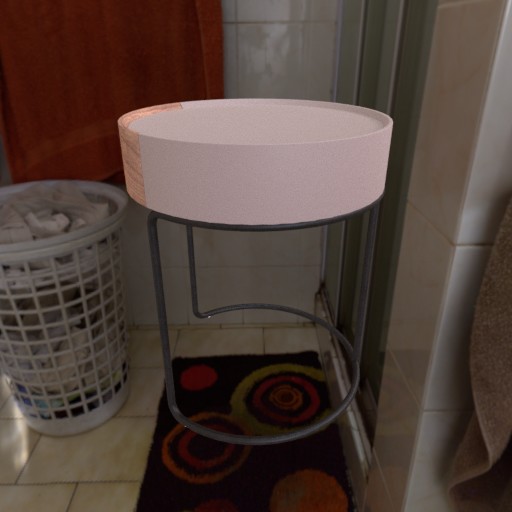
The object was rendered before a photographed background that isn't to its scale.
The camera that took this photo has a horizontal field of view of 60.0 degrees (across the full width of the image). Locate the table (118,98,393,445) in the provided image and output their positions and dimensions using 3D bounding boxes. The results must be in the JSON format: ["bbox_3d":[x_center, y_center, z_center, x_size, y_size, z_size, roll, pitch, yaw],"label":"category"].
[{"bbox_3d":[0.000,0.000,0.866,0.450,0.530,0.450,0,26,0],"label":"table"}]
